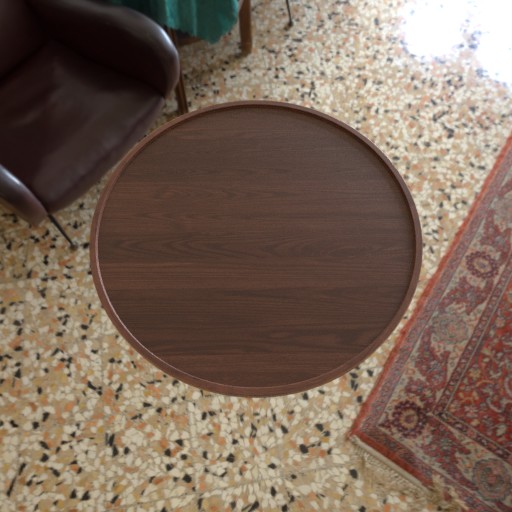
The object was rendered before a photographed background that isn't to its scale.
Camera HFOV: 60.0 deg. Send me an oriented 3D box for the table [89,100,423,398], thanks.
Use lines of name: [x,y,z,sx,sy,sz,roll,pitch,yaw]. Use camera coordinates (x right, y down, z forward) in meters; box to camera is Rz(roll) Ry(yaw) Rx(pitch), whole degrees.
table: [0.000,0.000,1.239,0.800,0.360,0.800,0,65,0]
